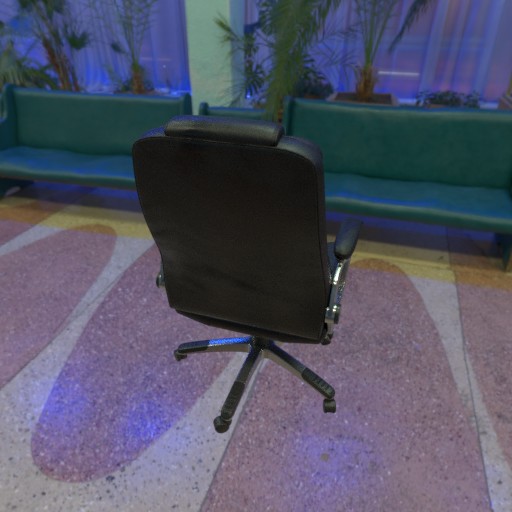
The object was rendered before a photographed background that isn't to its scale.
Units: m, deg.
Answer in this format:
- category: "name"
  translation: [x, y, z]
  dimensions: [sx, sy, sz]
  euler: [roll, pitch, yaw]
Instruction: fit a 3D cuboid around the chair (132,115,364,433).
- category: "chair"
  translation: [0.000, 0.000, 1.539]
  dimensions: [0.697, 1.075, 0.689]
  euler: [10, 32, 16]
